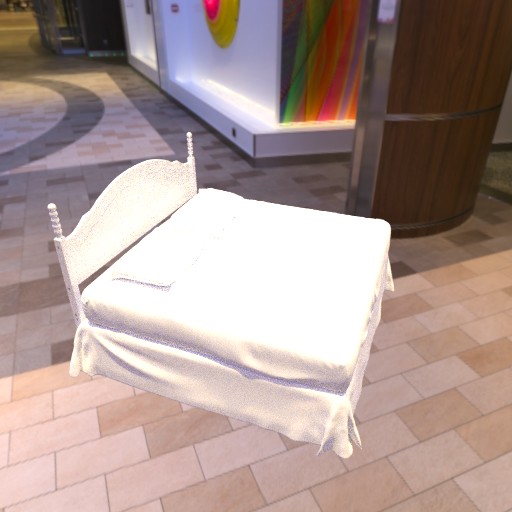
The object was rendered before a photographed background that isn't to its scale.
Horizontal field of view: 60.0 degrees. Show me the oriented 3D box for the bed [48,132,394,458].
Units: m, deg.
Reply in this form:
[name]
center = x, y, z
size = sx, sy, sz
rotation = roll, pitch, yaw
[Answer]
[bed]
center = 0.000, 0.000, 3.645
size = 2.219, 1.355, 2.322
rotation = 11, 32, 18
